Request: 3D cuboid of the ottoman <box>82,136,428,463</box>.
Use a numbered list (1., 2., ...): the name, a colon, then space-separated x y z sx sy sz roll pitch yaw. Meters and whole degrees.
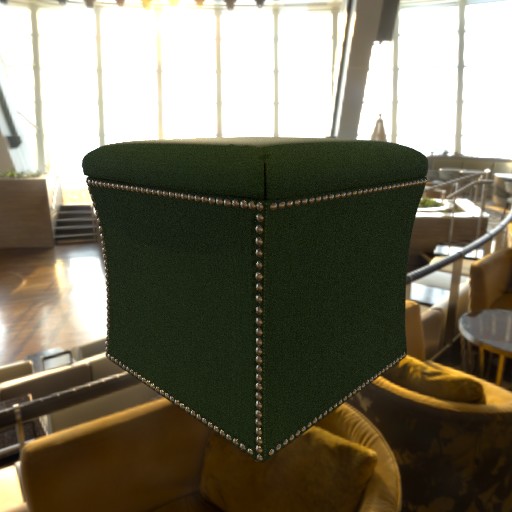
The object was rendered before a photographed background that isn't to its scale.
1. ottoman: 0.000 0.000 0.912 0.507 0.475 0.497 14 21 42
